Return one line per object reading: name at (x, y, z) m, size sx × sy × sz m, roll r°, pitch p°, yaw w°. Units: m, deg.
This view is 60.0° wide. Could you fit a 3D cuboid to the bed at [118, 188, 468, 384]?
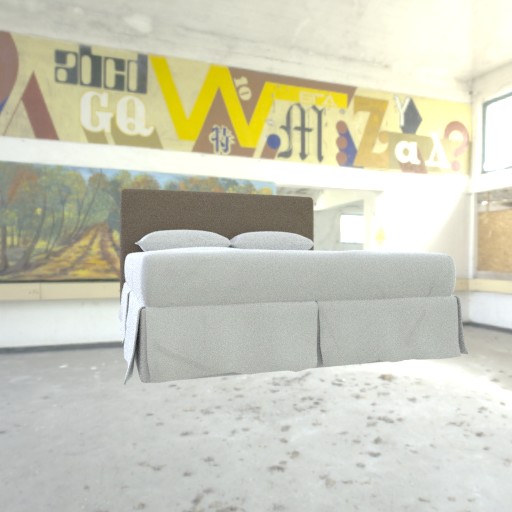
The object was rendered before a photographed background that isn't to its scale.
bed at (0.000, 0.000, 3.564) m, size 2.119 × 1.317 × 2.341 m, roll 0°, pitch 0°, yaw -19°
